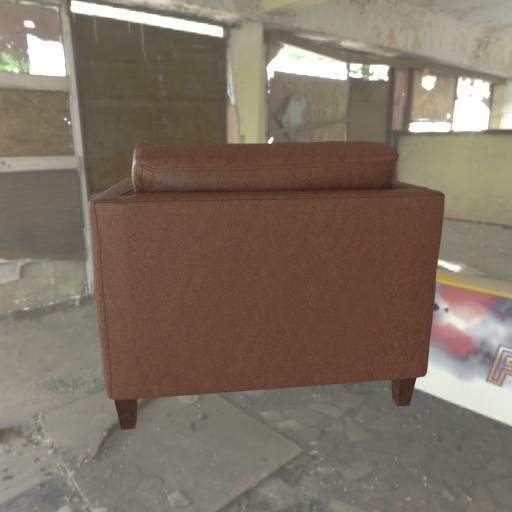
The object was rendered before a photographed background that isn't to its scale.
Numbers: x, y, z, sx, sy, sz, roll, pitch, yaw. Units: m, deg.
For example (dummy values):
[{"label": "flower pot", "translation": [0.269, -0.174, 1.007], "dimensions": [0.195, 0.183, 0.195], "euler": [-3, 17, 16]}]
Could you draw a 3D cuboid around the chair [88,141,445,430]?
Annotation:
[{"label": "chair", "translation": [0.000, 0.000, 1.822], "dimensions": [1.107, 0.917, 0.959], "euler": [-2, 15, -8]}]
